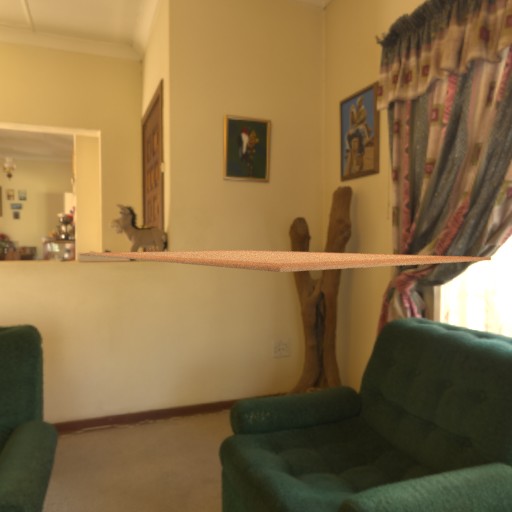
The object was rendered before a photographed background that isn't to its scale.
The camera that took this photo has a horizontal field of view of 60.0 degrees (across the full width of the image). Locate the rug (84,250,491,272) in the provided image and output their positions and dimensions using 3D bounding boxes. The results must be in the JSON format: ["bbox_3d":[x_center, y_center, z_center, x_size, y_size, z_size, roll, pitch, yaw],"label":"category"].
[{"bbox_3d":[0.000,0.000,2.315,1.219,0.014,1.829,-1,2,-37],"label":"rug"}]
